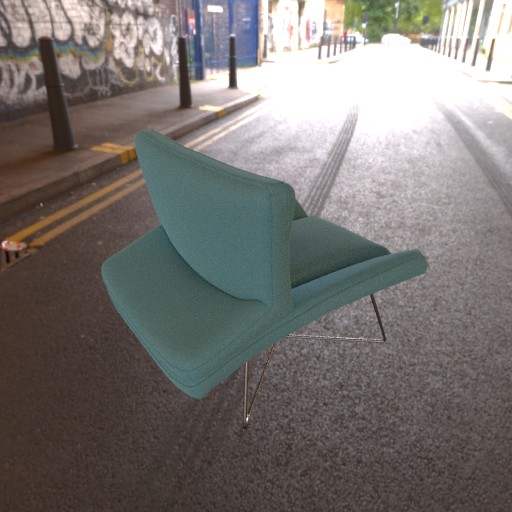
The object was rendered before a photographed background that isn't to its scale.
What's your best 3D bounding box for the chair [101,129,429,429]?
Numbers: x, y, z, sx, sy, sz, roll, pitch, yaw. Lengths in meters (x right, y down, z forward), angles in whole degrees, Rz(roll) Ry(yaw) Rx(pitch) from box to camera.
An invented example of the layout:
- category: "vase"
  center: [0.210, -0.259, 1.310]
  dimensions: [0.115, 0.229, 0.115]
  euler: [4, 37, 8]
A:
- category: "chair"
  center: [0.000, 0.000, 1.673]
  dimensions: [1.008, 0.855, 0.859]
  euler: [-17, 32, -31]
